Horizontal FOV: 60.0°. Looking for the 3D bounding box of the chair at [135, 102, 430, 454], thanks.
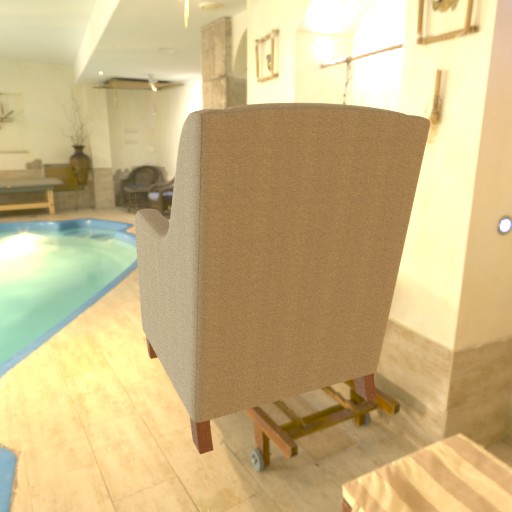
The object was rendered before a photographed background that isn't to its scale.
[{"bbox_3d":[0.000,0.000,1.632,0.715,1.017,0.890,-7,16,-25],"label":"chair"}]
